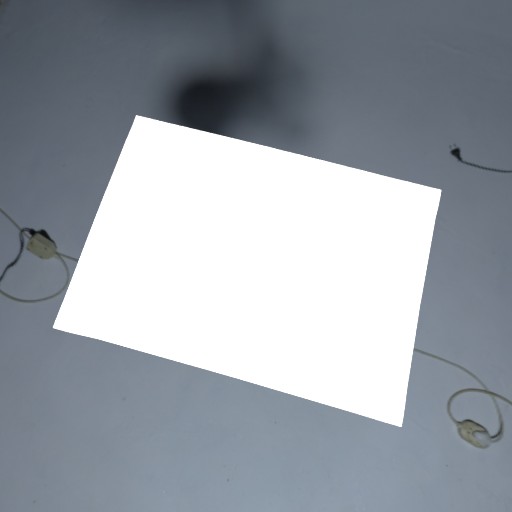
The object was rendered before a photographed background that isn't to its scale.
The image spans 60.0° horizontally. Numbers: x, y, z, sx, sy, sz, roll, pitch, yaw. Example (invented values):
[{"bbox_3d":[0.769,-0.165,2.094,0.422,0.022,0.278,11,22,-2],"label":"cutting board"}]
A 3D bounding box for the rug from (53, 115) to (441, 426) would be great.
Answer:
[{"bbox_3d":[0.000,0.000,3.748,2.869,0.038,2.032,15,75,4],"label":"rug"}]
